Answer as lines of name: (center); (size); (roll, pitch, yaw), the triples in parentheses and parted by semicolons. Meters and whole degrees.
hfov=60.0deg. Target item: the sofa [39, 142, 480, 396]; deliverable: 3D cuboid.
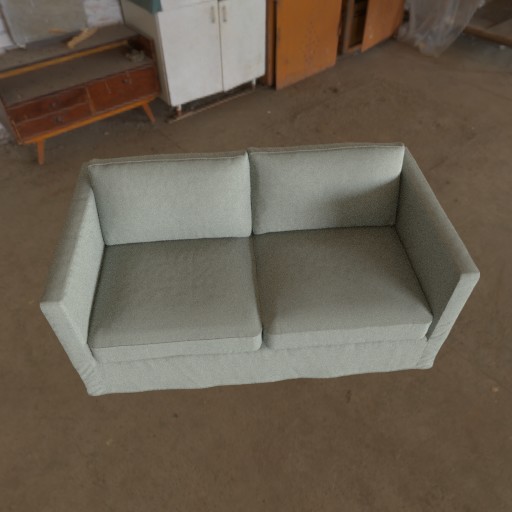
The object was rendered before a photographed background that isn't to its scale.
sofa: (0.000, 0.000, 2.197); (1.727, 0.830, 0.944); (-4, 47, -3)
